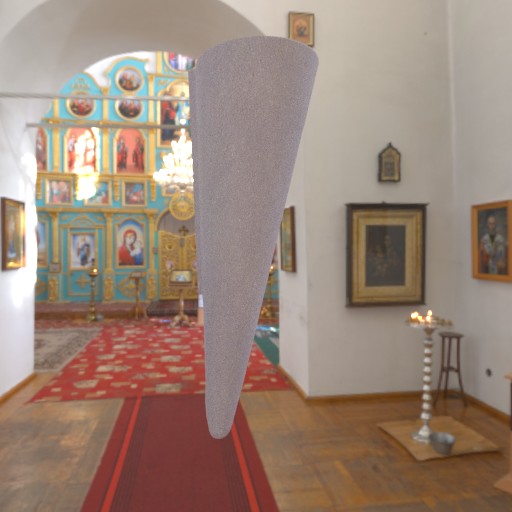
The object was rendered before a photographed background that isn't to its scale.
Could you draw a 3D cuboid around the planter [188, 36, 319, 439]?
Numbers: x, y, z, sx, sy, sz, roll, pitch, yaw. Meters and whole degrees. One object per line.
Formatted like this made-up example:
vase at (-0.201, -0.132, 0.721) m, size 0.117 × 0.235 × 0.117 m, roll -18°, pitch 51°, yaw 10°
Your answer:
planter at (0.000, 0.000, 0.300) m, size 0.087 × 0.259 × 0.078 m, roll -1°, pitch -1°, yaw 36°
